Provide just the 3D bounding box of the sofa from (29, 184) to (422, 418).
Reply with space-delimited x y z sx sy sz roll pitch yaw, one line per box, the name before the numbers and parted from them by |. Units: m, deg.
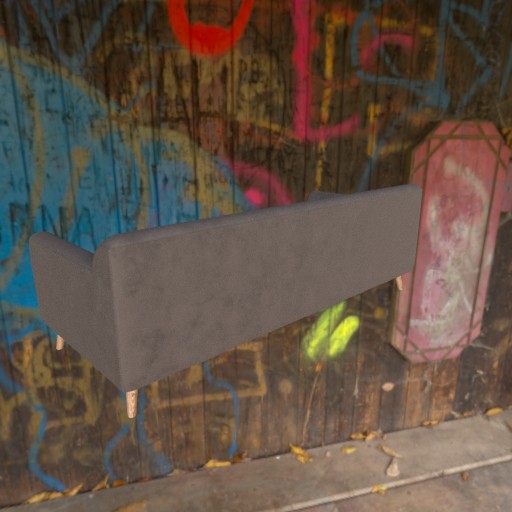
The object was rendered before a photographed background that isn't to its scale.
sofa | 0.000 0.000 2.598 2.190 0.740 0.900 -15 22 -41
